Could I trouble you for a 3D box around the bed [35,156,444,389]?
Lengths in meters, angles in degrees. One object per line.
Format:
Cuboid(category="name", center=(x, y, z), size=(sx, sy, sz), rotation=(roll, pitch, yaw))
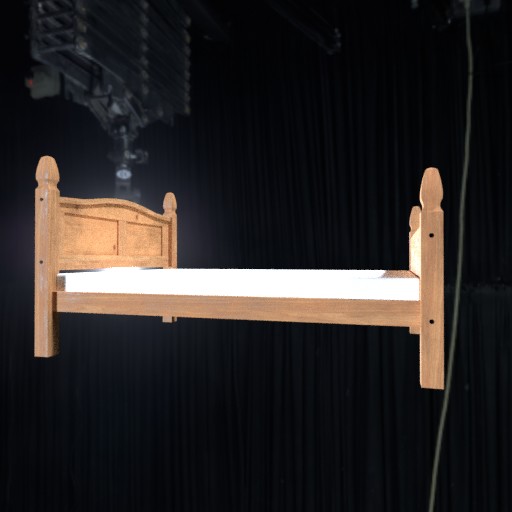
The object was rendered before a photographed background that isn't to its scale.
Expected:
Cuboid(category="bed", center=(0.000, 0.000, 2.821), size=(2.069, 1.100, 1.490), rotation=(0, -1, 17))
